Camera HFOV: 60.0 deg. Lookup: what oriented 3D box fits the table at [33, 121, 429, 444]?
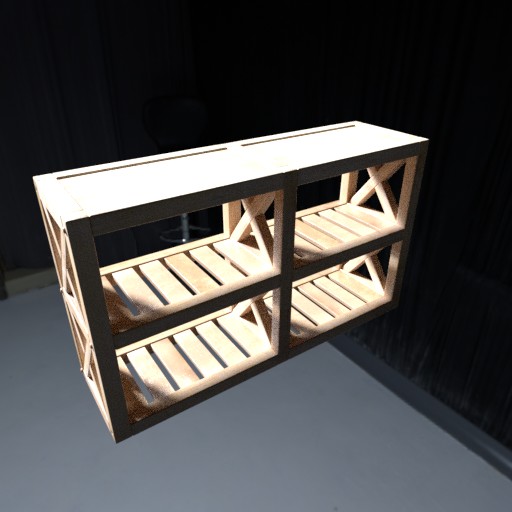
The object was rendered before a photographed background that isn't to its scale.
[{"bbox_3d":[0.000,0.000,1.653,1.320,0.762,0.381,-18,34,-29],"label":"table"}]
